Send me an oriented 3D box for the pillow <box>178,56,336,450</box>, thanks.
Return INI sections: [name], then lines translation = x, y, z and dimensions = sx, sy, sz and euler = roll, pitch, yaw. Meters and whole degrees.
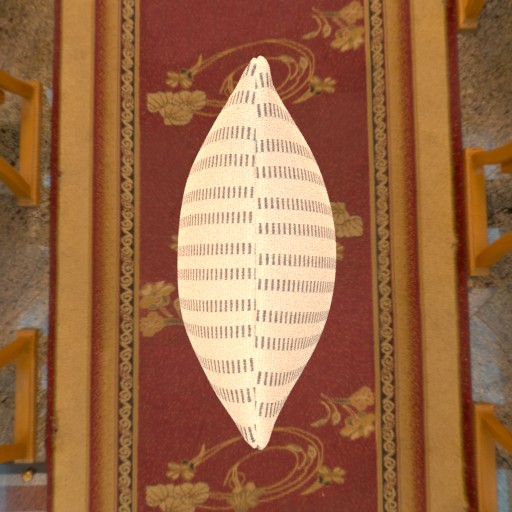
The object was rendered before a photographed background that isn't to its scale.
[pillow]
translation = 0.000, 0.000, 0.687
dimensions = 0.247, 0.419, 0.438
euler = 0, 88, 0
